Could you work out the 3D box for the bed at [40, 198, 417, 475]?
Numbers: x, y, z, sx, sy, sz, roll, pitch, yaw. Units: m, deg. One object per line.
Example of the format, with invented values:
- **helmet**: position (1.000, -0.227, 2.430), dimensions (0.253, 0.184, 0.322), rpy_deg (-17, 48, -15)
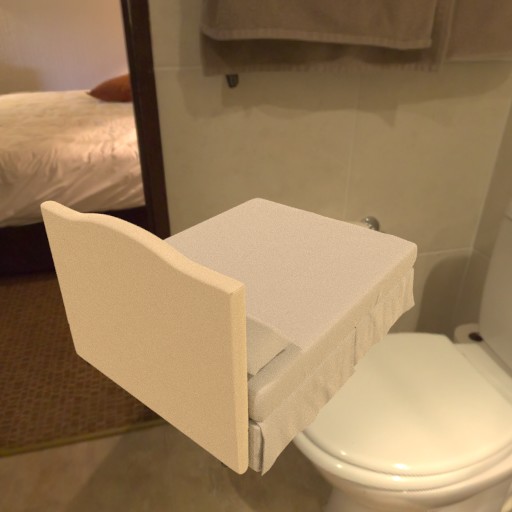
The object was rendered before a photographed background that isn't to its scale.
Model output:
- **bed**: position (0.000, 0.000, 3.608), dimensions (1.977, 1.437, 2.477), rpy_deg (21, 35, 33)
